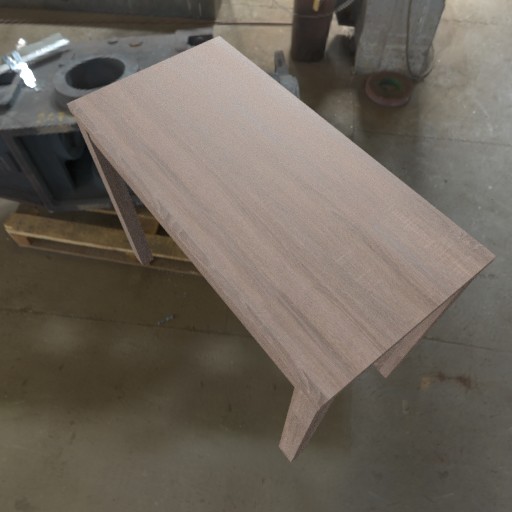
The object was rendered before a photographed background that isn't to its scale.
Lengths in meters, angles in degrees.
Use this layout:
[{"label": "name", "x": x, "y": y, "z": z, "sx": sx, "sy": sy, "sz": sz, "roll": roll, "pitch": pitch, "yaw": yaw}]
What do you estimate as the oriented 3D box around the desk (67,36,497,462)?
[{"label": "desk", "x": 0.000, "y": 0.000, "z": 1.369, "sx": 0.495, "sy": 0.762, "sz": 0.991, "roll": -34, "pitch": 64, "yaw": -19}]
